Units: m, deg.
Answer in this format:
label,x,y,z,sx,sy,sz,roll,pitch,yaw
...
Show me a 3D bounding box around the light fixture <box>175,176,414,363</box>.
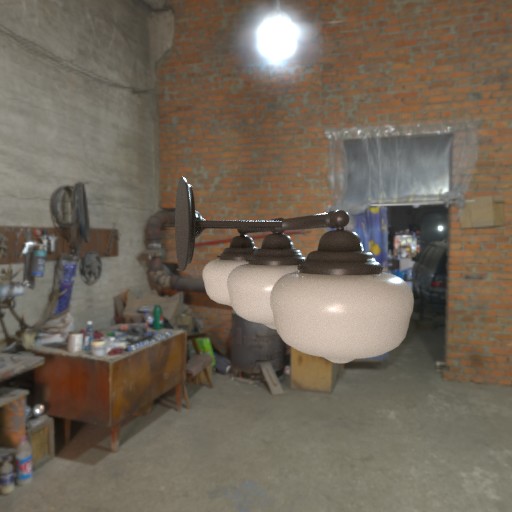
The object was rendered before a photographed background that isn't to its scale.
label,x,y,z,sx,sy,sz,roll,pitch,yaw
light fixture,0.000,0.000,0.710,0.239,0.242,0.587,-1,2,-18
